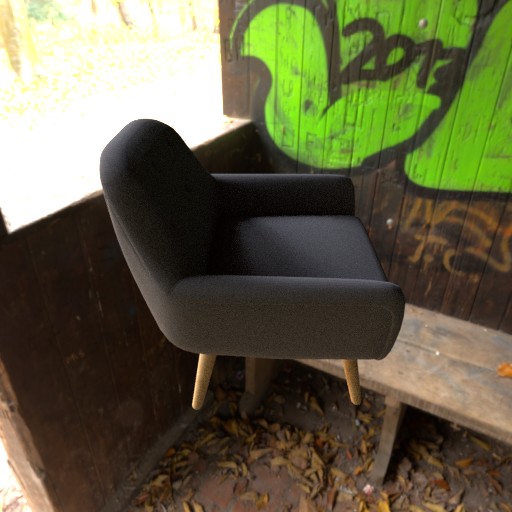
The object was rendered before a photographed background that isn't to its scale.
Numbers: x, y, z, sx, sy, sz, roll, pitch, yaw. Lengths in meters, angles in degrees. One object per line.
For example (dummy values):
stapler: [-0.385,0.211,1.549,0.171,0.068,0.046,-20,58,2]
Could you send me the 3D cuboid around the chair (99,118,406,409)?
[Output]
chair: [0.000,0.000,1.416,0.779,0.800,0.770,0,31,1]
